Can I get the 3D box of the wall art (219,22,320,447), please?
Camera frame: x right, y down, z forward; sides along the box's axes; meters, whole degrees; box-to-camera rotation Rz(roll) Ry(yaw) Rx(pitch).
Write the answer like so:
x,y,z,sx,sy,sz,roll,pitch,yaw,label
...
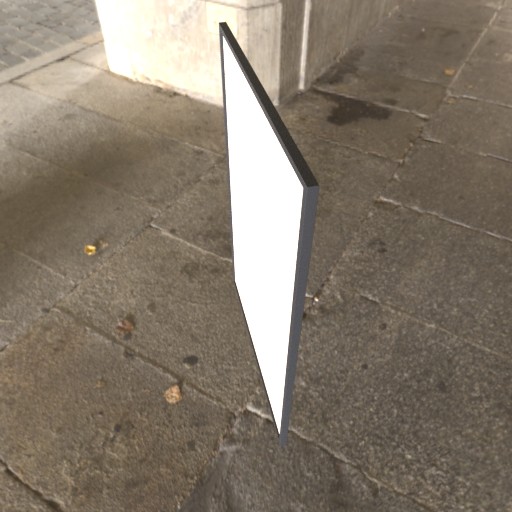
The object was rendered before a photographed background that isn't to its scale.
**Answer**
x,y,z,sx,sy,sz,roll,pitch,yaw,label
0.000,0.000,0.818,0.013,0.657,0.457,-10,47,-10,wall art
